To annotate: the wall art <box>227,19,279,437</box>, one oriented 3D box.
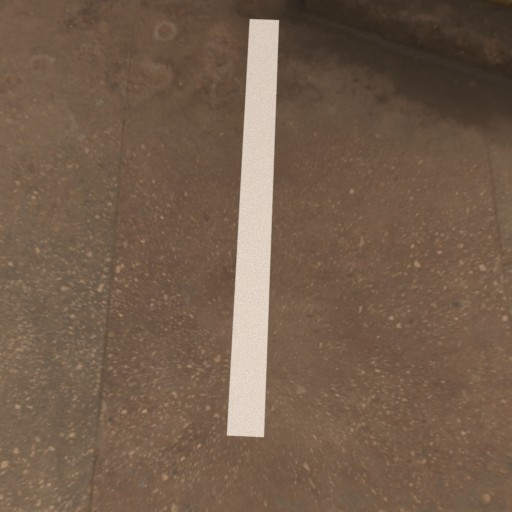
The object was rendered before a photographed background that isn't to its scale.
[{"bbox_3d":[0.000,0.000,0.761,0.038,0.508,0.507,2,76,1],"label":"wall art"}]
